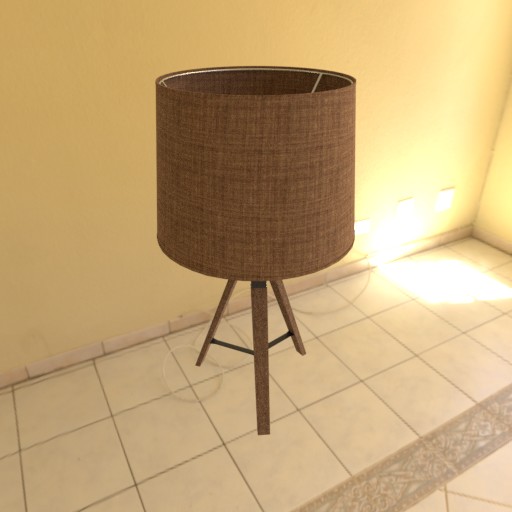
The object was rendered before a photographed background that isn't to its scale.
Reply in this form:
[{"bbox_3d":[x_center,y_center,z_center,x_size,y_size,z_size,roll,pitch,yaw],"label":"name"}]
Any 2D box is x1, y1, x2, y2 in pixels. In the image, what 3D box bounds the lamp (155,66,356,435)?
[{"bbox_3d":[0.000,0.000,0.683,0.290,0.514,0.290,0,30,0],"label":"lamp"}]
